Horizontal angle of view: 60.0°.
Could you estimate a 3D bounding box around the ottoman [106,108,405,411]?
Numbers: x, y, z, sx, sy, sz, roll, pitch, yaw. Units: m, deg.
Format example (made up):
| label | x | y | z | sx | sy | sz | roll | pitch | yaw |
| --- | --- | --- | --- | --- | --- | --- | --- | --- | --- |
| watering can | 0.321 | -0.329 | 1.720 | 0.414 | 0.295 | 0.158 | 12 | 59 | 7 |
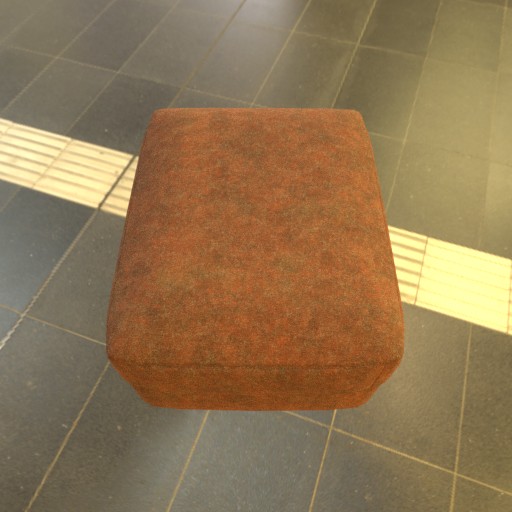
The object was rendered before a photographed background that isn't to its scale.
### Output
| label | x | y | z | sx | sy | sz | roll | pitch | yaw |
| --- | --- | --- | --- | --- | --- | --- | --- | --- | --- |
| ottoman | 0.000 | 0.000 | 1.201 | 0.635 | 0.508 | 0.787 | 0 | 57 | 0 |
